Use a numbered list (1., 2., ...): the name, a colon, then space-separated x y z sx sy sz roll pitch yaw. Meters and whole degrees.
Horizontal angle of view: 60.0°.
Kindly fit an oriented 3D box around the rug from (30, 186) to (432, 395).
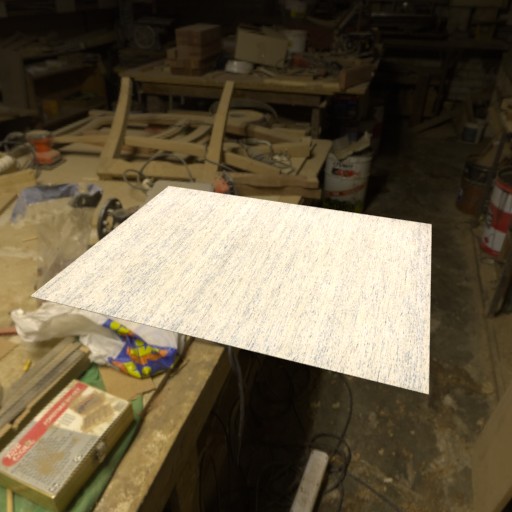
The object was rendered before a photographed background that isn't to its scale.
1. rug: 0.000 0.000 4.280 3.197 0.006 2.438 10 34 16
